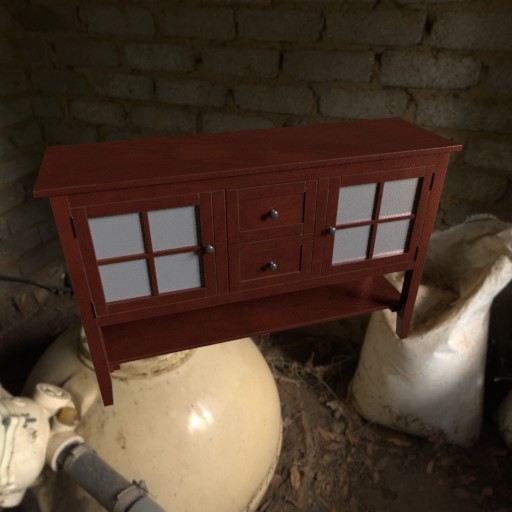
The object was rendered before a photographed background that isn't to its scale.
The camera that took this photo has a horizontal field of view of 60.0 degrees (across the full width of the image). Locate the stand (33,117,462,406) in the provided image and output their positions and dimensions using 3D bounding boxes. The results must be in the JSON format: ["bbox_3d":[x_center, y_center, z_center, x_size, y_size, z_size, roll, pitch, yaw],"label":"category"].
[{"bbox_3d":[0.000,0.000,1.734,1.362,0.872,0.410,-9,33,-14],"label":"stand"}]
